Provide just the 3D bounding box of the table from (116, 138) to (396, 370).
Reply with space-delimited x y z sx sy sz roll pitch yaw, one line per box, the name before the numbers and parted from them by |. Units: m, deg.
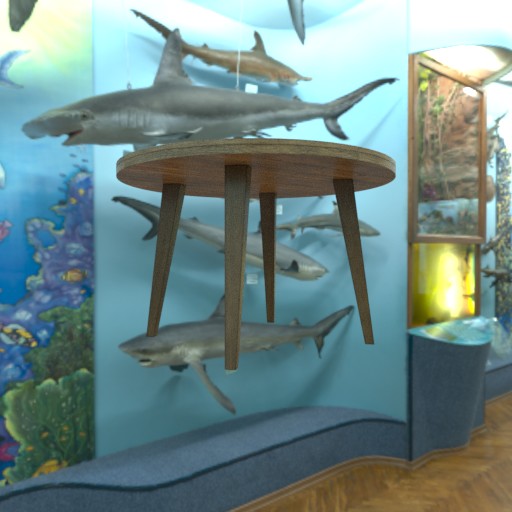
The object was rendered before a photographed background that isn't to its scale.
table | 0.000 0.000 2.020 1.213 0.764 1.213 0 1 0
